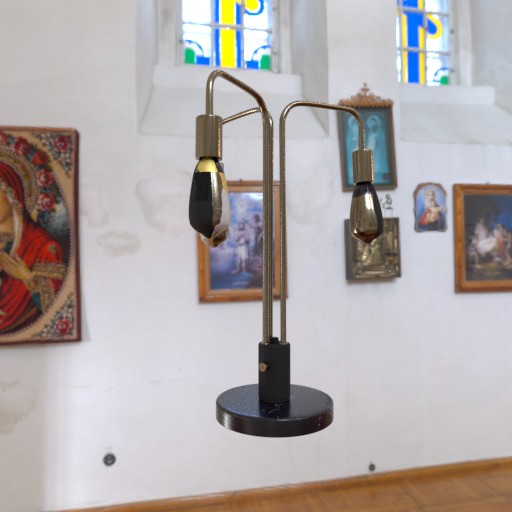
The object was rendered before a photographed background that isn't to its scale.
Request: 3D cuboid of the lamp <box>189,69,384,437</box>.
[{"bbox_3d":[0.000,0.000,0.788,0.355,0.560,0.368,0,-1,34],"label":"lamp"}]
